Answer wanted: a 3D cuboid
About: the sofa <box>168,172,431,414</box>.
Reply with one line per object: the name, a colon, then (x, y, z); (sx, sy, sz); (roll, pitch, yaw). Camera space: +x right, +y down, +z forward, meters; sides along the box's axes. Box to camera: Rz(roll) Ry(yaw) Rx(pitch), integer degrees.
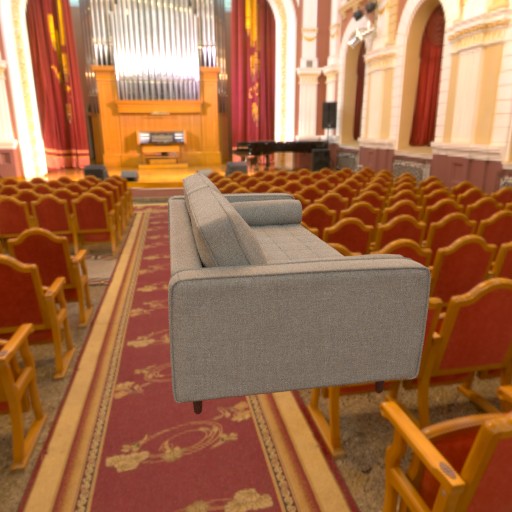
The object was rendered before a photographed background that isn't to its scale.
sofa: (0.000, 0.000, 2.361); (0.914, 0.762, 1.879); (-3, 16, -10)
